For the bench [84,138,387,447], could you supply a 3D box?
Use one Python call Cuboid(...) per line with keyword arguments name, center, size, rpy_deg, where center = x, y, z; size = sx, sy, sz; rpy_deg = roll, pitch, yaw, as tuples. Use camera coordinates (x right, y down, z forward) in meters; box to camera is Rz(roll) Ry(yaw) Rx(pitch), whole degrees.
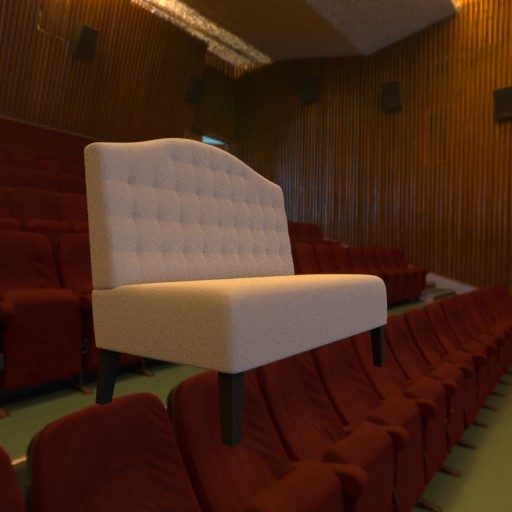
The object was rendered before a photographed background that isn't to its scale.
Cuboid(name="bench", center=(0.000, 0.000, 2.105), size=(0.815, 1.180, 1.335), rpy_deg=(0, -1, 36))
